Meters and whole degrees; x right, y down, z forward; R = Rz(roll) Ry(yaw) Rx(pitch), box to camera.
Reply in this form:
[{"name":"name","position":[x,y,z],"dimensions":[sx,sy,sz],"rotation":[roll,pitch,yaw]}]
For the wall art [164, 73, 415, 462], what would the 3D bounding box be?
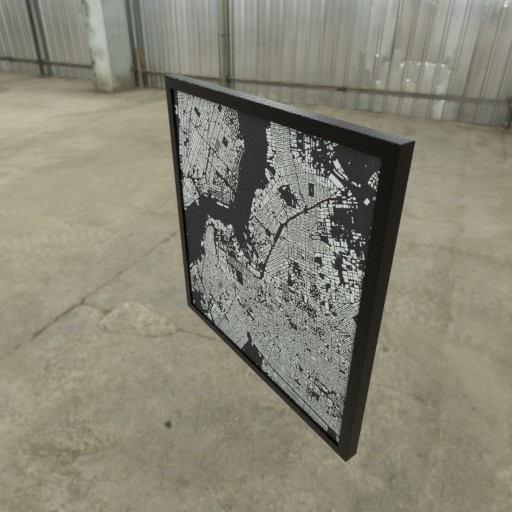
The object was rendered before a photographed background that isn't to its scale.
[{"name":"wall art","position":[0.000,0.000,1.115],"dimensions":[0.038,0.761,0.755],"rotation":[-21,37,-31]}]
